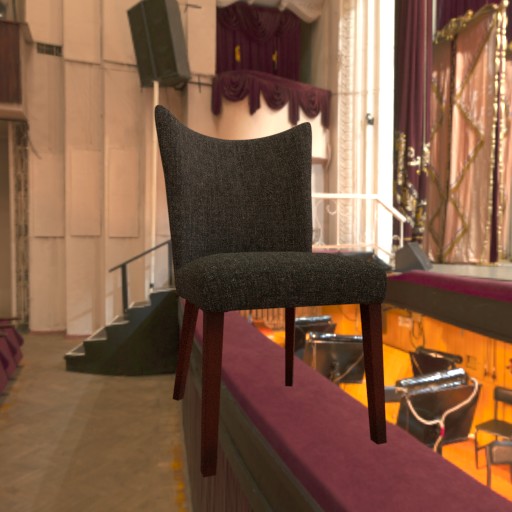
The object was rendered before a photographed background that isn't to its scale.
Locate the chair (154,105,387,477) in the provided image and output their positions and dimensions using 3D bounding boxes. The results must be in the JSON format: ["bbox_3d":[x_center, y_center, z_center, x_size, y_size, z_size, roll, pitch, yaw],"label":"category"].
[{"bbox_3d":[0.000,0.000,1.300,0.535,0.924,0.623,-1,2,-21],"label":"chair"}]
